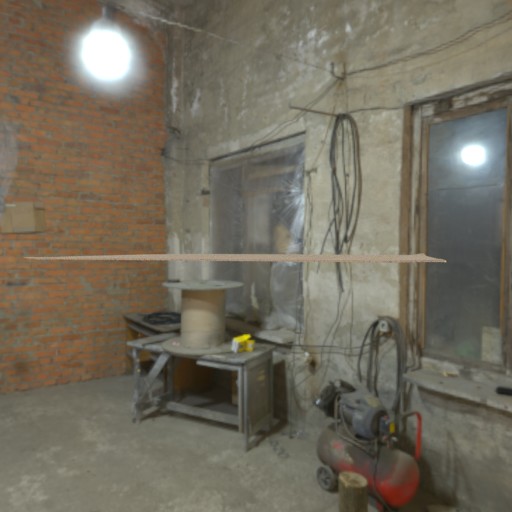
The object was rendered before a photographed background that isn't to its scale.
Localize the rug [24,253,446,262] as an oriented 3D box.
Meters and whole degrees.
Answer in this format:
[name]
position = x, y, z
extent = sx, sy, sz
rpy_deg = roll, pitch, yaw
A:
[rug]
position = 0.000, 0.000, 3.913
extent = 2.897, 0.035, 2.277
rpy_deg = 0, 1, 18
